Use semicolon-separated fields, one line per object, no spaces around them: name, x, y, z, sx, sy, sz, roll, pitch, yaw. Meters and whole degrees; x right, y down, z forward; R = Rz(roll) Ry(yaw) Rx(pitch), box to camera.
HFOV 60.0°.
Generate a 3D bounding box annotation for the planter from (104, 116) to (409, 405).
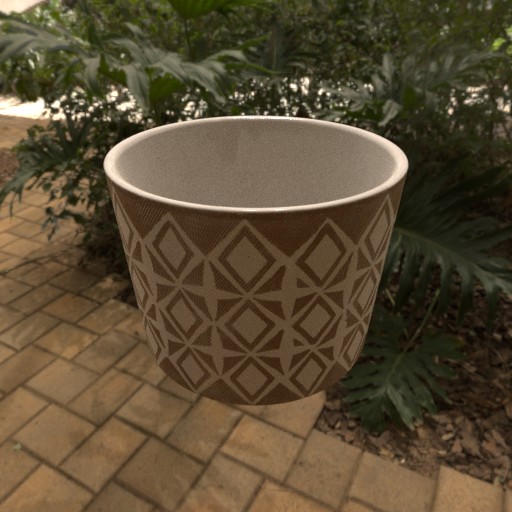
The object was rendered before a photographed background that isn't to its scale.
planter;0.000;0.000;0.449;0.260;0.220;0.260;0;31;0
